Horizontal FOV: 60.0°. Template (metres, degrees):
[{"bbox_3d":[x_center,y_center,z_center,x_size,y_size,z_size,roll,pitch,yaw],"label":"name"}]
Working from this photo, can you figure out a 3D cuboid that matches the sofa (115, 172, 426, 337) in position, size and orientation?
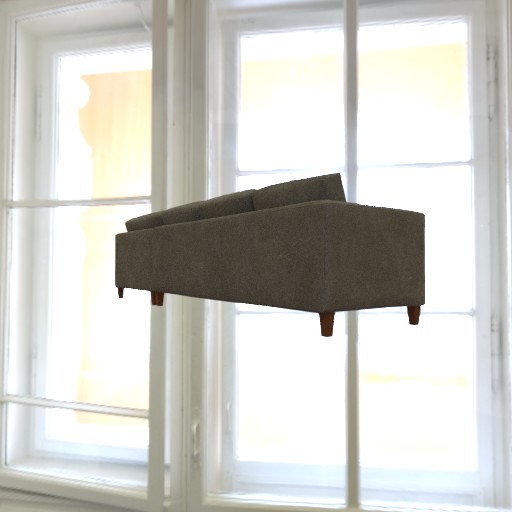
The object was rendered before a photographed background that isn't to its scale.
[{"bbox_3d":[0.000,0.000,4.206,1.604,0.950,3.471,1,-1,-36],"label":"sofa"}]
